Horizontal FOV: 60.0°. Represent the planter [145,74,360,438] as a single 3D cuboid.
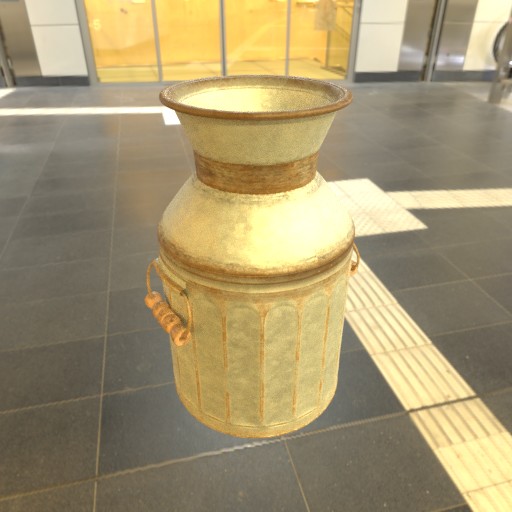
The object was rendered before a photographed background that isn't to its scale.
[{"bbox_3d":[0.000,0.000,0.501,0.248,0.358,0.215,-19,36,-28],"label":"planter"}]
